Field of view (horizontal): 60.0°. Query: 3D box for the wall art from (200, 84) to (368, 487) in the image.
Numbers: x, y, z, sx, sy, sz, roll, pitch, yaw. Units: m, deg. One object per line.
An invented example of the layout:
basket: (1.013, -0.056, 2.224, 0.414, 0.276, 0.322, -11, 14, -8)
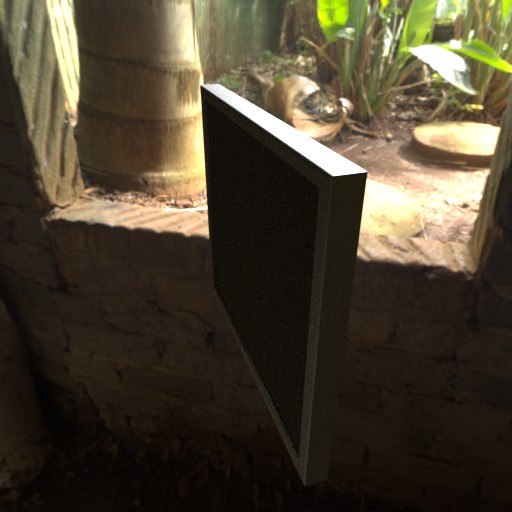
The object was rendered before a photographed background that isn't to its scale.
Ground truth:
wall art: (0.000, 0.000, 0.527, 0.028, 0.330, 0.380, -10, 31, -17)
